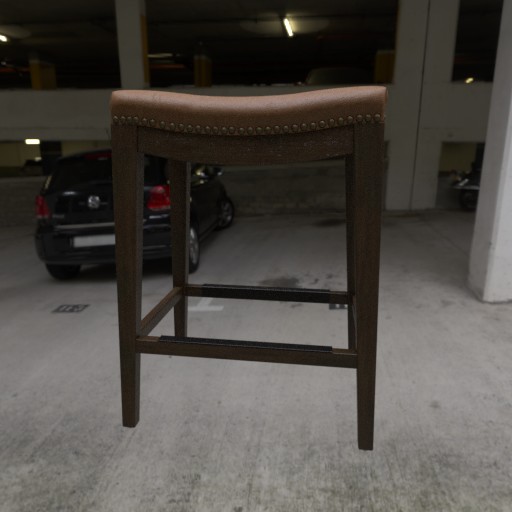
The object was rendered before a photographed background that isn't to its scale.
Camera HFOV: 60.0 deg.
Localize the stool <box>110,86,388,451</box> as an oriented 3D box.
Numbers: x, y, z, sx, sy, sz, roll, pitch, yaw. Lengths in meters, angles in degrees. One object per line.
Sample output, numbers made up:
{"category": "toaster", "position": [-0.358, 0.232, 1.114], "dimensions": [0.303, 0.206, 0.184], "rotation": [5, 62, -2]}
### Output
{"category": "stool", "position": [0.000, 0.000, 0.962], "dimensions": [0.500, 0.660, 0.361], "rotation": [2, 15, 8]}
